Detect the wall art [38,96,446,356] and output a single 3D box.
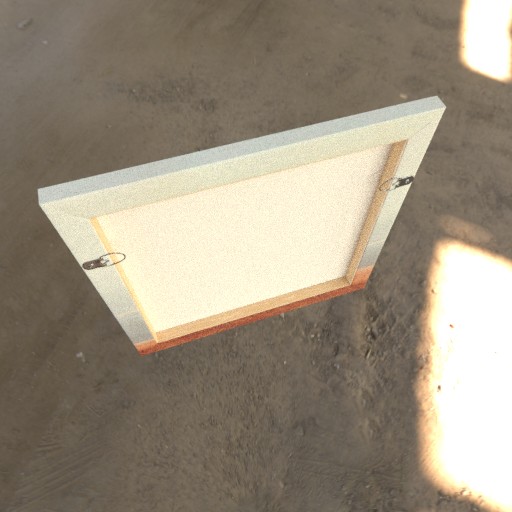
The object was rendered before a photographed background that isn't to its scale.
[{"bbox_3d":[0.000,0.000,0.598,0.405,0.405,0.023,-16,60,-9],"label":"wall art"}]
